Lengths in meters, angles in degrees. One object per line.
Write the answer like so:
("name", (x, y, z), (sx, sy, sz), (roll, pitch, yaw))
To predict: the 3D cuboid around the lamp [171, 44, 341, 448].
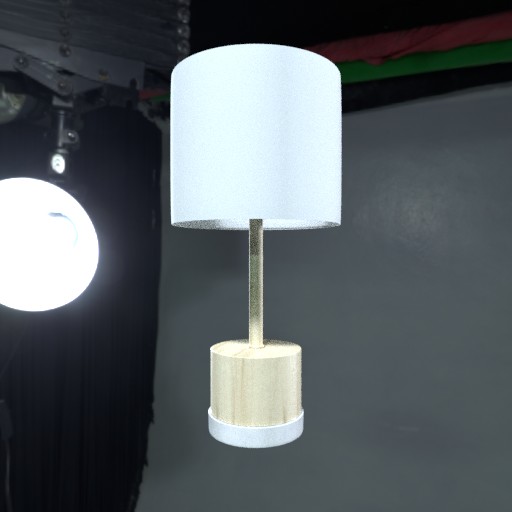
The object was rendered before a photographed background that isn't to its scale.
("lamp", (0.000, 0.000, 0.604), (0.229, 0.470, 0.229), (0, 0, 18))
